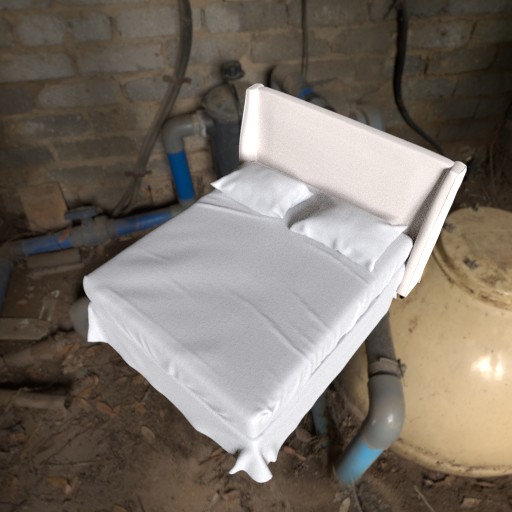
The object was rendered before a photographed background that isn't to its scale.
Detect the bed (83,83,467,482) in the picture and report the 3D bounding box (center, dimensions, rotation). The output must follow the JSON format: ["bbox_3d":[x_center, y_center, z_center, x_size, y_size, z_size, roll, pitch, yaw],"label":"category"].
[{"bbox_3d":[0.000,0.000,3.336,1.925,1.332,2.276,32,54,26],"label":"bed"}]
